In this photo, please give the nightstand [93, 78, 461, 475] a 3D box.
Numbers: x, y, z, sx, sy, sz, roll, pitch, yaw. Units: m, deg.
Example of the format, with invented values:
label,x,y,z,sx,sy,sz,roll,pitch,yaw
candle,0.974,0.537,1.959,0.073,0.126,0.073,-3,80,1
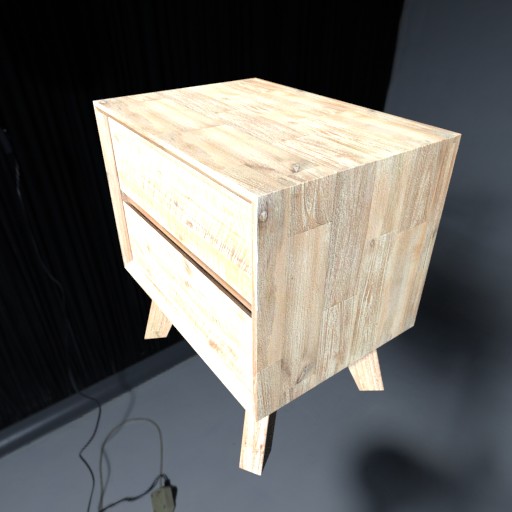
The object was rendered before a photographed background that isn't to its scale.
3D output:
label,x,y,z,sx,sy,sz,roll,pitch,yaw
nightstand,0.000,0.000,0.942,0.396,0.589,0.552,-21,38,-30
